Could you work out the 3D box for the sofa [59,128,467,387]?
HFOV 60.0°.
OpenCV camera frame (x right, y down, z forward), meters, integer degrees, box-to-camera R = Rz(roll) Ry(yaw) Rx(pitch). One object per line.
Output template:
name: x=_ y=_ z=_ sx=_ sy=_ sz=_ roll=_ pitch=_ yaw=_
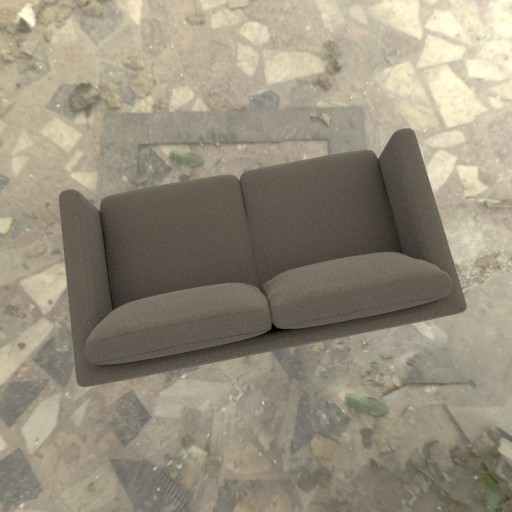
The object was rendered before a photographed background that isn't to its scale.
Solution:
sofa: x=0.000 y=0.000 z=2.218 sx=1.713 sy=0.866 sz=0.940 roll=-11 pitch=77 yaw=-2
